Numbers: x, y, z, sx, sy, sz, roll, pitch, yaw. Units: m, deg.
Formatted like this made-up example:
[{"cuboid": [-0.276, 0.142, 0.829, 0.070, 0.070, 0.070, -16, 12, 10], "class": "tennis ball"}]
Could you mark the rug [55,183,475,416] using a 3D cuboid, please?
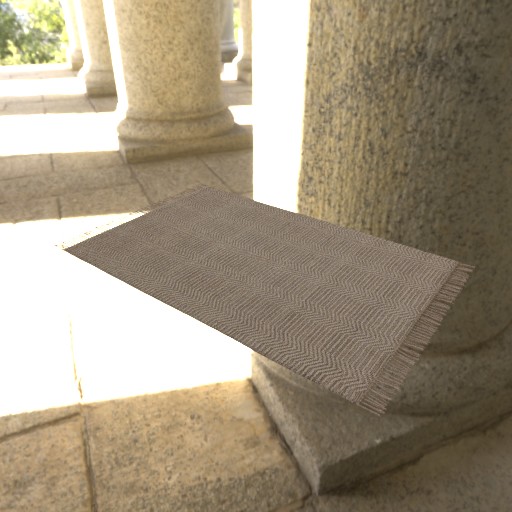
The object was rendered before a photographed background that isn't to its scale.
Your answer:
[{"cuboid": [0.000, 0.000, 3.066, 2.523, 0.034, 1.528, 21, 36, 31], "class": "rug"}]
